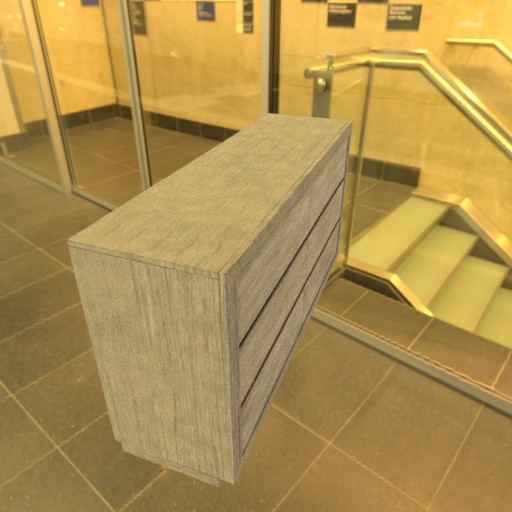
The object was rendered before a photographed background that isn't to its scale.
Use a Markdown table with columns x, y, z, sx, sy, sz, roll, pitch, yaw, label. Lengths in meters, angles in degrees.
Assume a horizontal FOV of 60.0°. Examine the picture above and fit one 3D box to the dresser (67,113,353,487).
| x | y | z | sx | sy | sz | roll | pitch | yaw | label |
| --- | --- | --- | --- | --- | --- | --- | --- | --- | --- |
| 0.000 | 0.000 | 2.016 | 0.483 | 0.889 | 1.628 | 11 | 32 | 18 | dresser |
